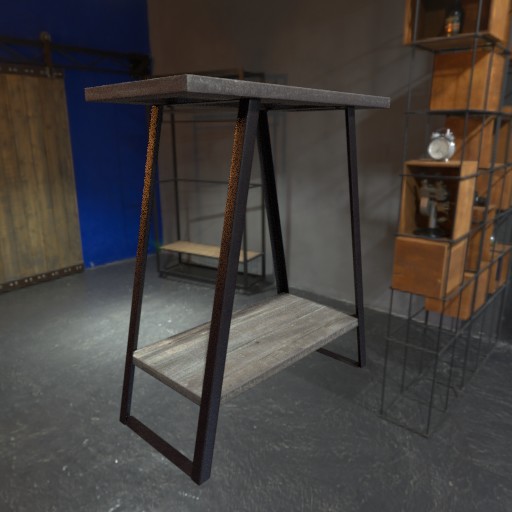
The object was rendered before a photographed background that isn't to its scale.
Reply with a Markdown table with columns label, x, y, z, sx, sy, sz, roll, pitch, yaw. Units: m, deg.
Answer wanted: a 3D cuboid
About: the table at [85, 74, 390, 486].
| label | x | y | z | sx | sy | sz | roll | pitch | yaw |
| --- | --- | --- | --- | --- | --- | --- | --- | --- | --- |
| table | 0.000 | 0.000 | 1.016 | 0.300 | 0.701 | 0.599 | 14 | 21 | 41 |
